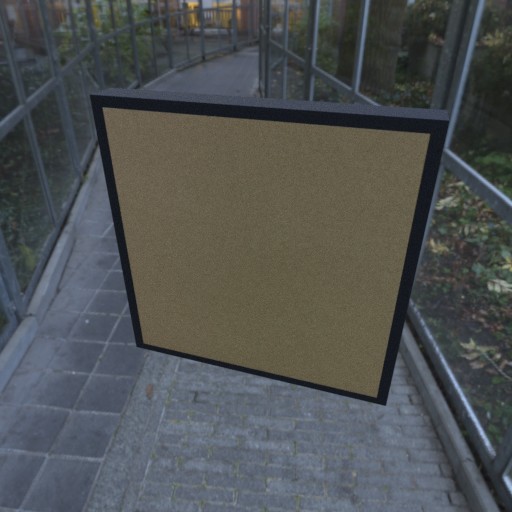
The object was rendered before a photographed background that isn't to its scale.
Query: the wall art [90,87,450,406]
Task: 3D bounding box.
[{"bbox_3d":[0.000,0.000,0.453,0.305,0.304,0.033,9,32,15],"label":"wall art"}]
